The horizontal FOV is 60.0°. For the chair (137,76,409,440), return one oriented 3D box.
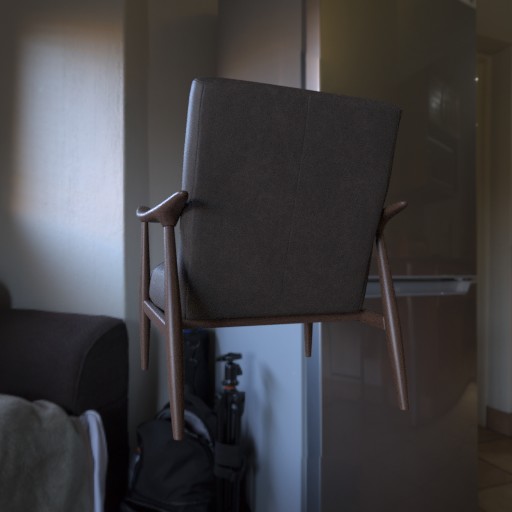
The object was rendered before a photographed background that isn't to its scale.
[{"bbox_3d":[0.000,0.000,1.443,0.741,0.831,0.798,0,0,-19],"label":"chair"}]
